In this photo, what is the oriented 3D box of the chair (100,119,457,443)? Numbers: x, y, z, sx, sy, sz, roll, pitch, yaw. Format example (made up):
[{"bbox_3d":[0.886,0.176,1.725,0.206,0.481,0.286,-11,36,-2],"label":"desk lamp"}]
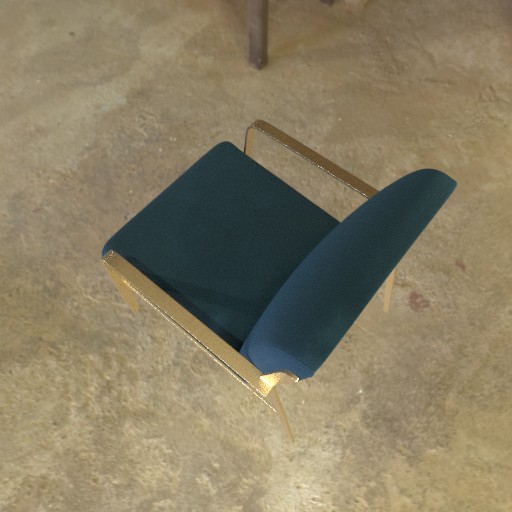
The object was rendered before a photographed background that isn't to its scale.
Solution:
[{"bbox_3d":[0.000,0.000,1.419,0.859,0.831,0.692,36,68,17],"label":"chair"}]
